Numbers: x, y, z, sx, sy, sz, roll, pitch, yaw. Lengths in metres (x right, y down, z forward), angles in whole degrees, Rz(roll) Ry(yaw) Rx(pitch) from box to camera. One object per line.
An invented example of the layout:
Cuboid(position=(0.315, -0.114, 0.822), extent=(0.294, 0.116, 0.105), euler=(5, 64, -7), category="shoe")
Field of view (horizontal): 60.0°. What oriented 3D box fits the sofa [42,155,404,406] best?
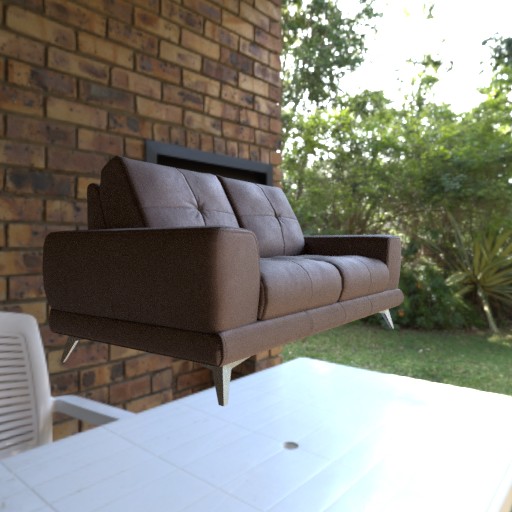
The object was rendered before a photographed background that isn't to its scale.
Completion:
Cuboid(position=(0.000, 0.000, 2.320), extent=(1.018, 0.907, 1.806), euler=(1, 2, 36), category="sofa")
